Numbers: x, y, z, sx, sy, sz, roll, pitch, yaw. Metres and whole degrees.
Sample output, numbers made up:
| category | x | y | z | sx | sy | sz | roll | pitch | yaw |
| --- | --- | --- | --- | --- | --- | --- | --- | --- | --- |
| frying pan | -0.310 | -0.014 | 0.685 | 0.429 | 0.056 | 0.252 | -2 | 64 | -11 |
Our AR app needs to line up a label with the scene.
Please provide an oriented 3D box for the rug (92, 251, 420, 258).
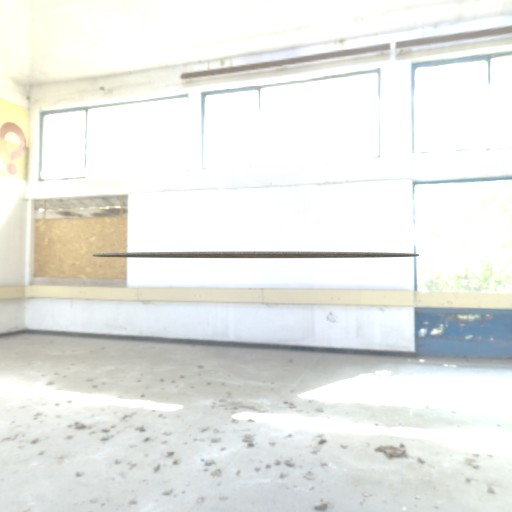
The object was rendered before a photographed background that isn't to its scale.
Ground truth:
| category | x | y | z | sx | sy | sz | roll | pitch | yaw |
| --- | --- | --- | --- | --- | --- | --- | --- | --- | --- |
| rug | 0.000 | 0.000 | 3.436 | 2.382 | 0.014 | 2.382 | 0 | -1 | 0 |
